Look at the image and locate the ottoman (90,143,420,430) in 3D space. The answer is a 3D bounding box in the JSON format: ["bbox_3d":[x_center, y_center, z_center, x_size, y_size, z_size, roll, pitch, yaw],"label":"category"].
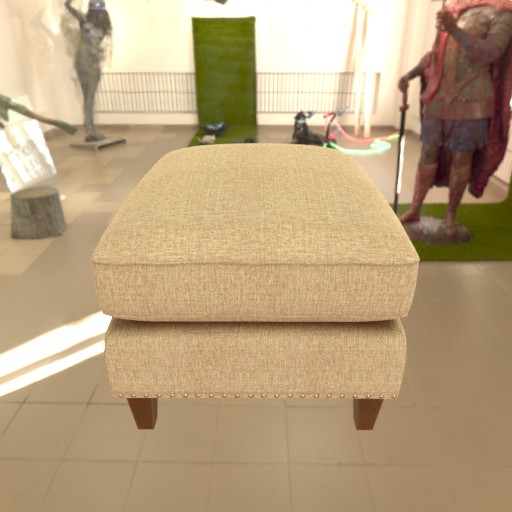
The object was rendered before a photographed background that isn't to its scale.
[{"bbox_3d":[0.000,0.000,1.151,0.584,0.513,0.741,0,27,0],"label":"ottoman"}]
